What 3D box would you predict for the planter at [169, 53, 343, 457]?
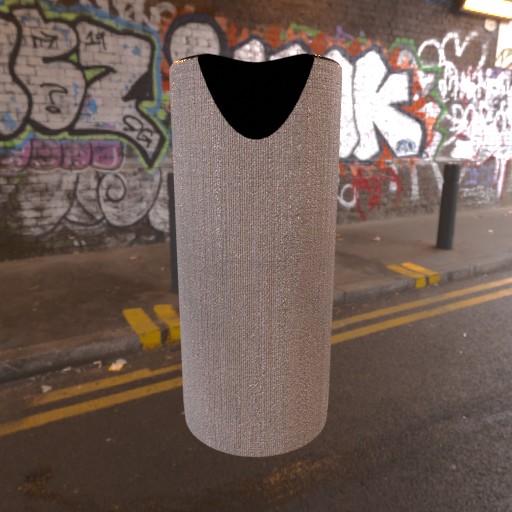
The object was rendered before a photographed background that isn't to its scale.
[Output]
[{"bbox_3d":[0.000,0.000,0.130,0.045,0.103,0.045,2,14,10],"label":"planter"}]
